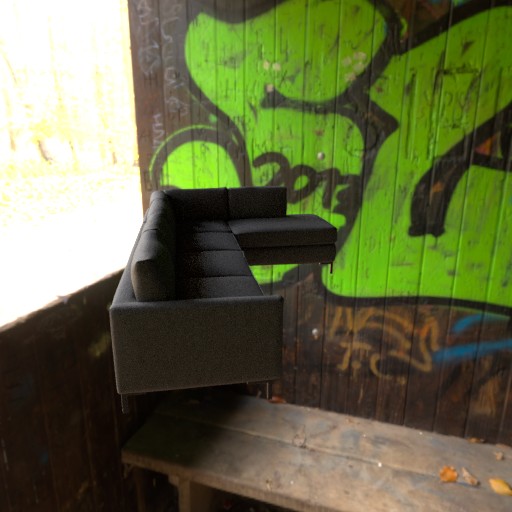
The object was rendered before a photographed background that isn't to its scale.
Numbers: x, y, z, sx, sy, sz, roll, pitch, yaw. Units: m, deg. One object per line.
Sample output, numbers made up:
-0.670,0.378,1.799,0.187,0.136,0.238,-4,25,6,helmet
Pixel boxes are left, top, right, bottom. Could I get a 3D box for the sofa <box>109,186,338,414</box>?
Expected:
0.000,0.000,3.795,1.984,0.858,2.972,-3,16,-9,sofa
